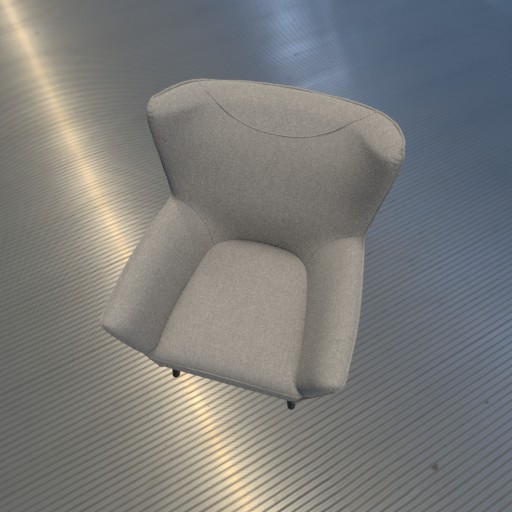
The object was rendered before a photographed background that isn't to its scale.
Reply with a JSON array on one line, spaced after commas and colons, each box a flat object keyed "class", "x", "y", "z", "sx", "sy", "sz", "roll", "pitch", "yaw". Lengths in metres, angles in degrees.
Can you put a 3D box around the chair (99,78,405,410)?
[{"class": "chair", "x": 0.000, "y": 0.000, "z": 1.595, "sx": 0.781, "sy": 0.933, "sz": 0.888, "roll": 13, "pitch": 59, "yaw": 8}]
